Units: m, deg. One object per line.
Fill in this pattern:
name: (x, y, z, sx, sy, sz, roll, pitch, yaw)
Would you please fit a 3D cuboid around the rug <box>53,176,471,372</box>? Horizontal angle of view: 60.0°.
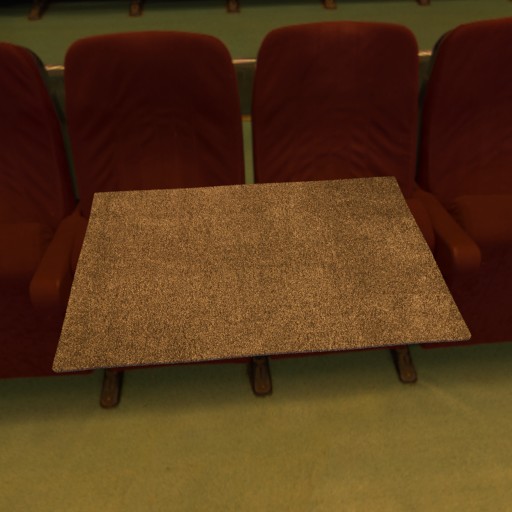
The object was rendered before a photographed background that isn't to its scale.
rug: (0.000, 0.000, 2.968, 2.352, 0.025, 1.501, -4, 48, -3)
